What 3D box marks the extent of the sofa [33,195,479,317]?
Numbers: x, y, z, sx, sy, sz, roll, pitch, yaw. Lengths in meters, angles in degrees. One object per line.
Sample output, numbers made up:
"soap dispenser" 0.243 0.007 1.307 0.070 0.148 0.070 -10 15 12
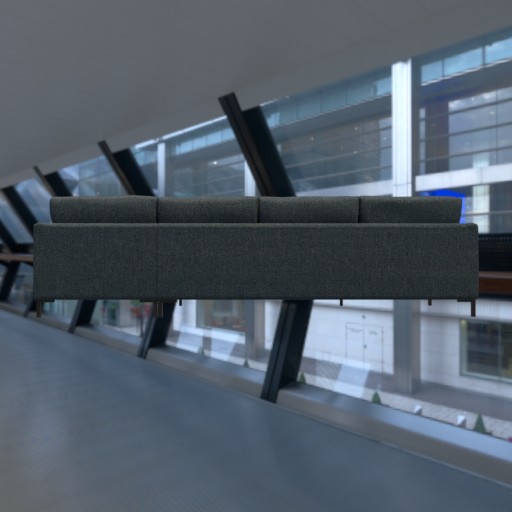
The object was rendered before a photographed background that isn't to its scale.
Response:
"sofa" 0.000 0.000 3.585 2.737 0.753 1.879 0 0 0
